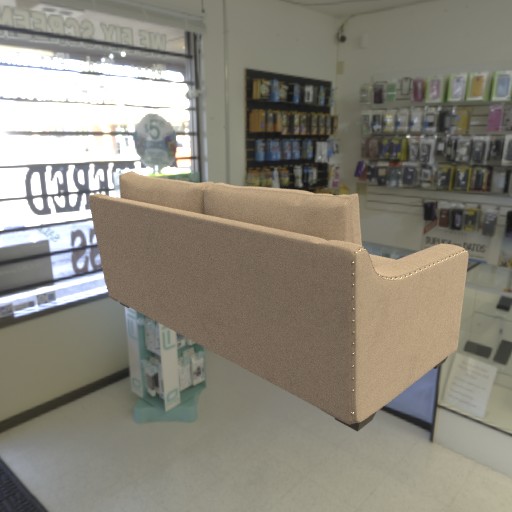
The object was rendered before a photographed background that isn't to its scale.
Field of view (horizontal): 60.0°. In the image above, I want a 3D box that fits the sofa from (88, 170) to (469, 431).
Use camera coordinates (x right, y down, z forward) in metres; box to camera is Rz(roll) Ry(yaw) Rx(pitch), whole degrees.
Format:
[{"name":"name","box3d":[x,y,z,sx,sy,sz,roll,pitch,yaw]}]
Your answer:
[{"name":"sofa","box3d":[0.000,0.000,2.511,1.030,0.901,1.967,-14,21,-42]}]
